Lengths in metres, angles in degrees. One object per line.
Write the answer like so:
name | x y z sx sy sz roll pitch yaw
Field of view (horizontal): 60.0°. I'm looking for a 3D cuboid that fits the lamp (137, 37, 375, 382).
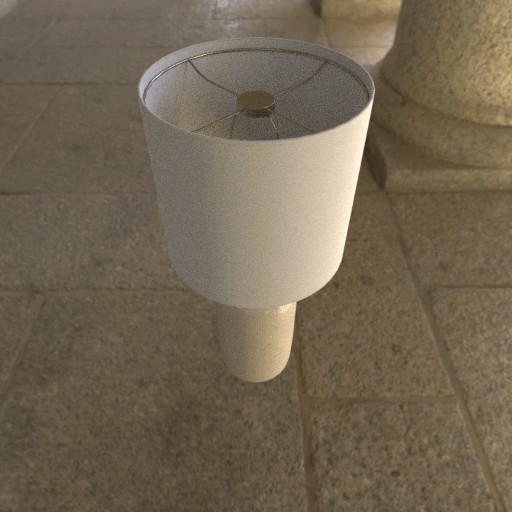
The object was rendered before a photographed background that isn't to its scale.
lamp | 0.000 0.000 0.588 0.220 0.475 0.220 -22 50 -20
